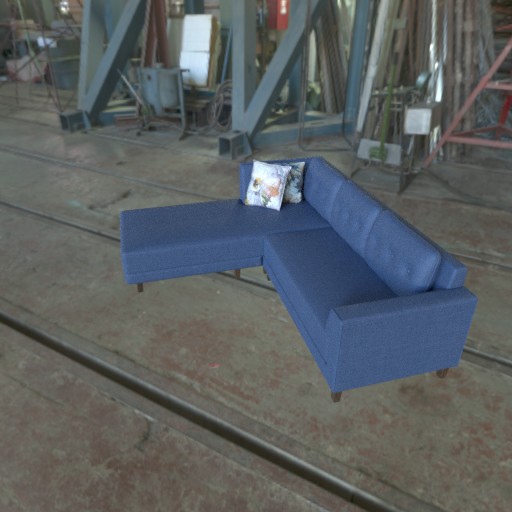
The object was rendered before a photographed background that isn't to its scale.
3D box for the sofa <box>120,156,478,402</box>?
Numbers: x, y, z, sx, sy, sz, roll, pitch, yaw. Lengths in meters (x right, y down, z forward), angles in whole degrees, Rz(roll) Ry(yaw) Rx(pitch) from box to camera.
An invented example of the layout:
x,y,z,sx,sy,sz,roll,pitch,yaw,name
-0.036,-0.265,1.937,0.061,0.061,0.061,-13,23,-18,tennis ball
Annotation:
x,y,z,sx,sy,sz,roll,pitch,yaw,name
0.000,0.000,3.084,1.829,0.787,2.120,-8,31,-13,sofa
